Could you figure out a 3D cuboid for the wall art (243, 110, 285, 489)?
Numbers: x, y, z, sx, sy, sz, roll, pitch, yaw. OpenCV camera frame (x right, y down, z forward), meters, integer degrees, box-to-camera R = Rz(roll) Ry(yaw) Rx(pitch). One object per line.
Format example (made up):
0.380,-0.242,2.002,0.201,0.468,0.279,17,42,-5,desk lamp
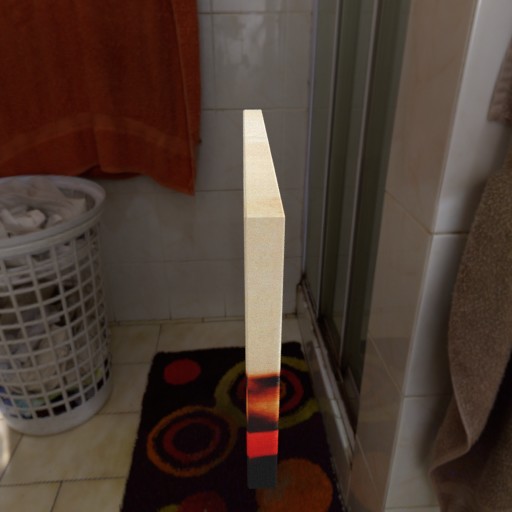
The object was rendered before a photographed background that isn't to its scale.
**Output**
0.000,0.000,0.788,0.040,0.402,0.613,-1,27,-1,wall art
